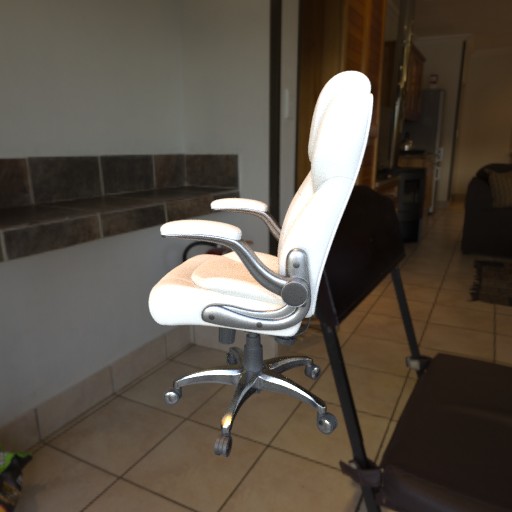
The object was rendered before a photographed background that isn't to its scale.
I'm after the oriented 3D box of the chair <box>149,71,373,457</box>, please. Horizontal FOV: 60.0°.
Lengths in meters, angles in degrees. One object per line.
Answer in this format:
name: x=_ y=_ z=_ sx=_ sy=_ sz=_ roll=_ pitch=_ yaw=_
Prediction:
chair: x=0.000 y=0.000 z=1.778 sx=0.806 sy=1.330 sz=0.755 roll=2 pitch=14 yaw=9
